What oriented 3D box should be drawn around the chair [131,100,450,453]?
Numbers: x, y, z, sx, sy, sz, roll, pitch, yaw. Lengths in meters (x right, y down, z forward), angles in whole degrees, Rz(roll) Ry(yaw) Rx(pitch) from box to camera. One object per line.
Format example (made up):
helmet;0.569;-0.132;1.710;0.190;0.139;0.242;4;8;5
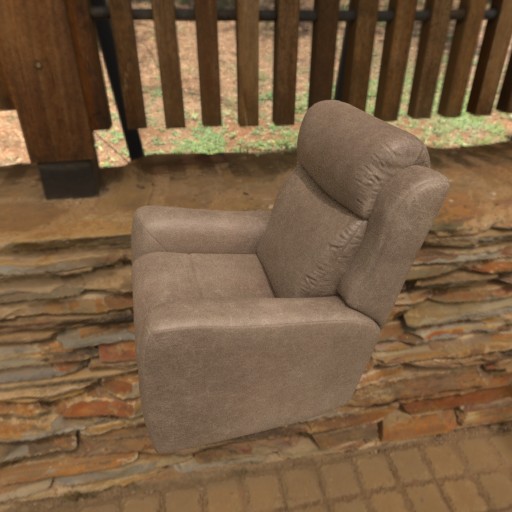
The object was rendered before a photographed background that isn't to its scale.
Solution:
chair;0.000;0.000;1.860;1.068;1.116;0.967;-8;32;-13
